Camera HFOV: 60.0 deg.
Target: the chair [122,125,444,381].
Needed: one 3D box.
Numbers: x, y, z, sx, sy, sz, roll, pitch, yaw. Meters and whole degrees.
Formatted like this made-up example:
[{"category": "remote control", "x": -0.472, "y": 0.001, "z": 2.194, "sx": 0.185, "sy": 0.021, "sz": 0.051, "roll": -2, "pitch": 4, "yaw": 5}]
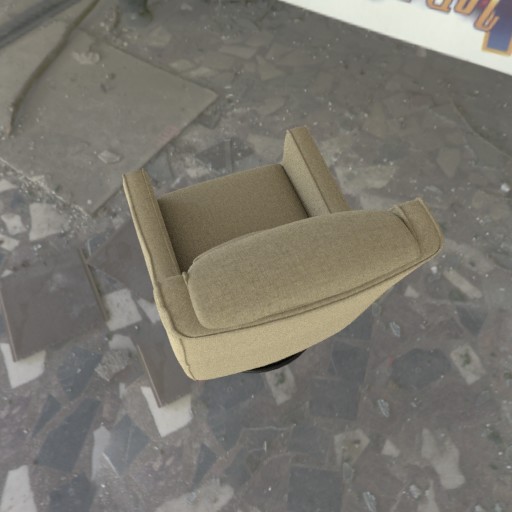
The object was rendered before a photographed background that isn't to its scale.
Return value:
[{"category": "chair", "x": 0.000, "y": 0.000, "z": 1.559, "sx": 0.732, "sy": 0.993, "sz": 0.879, "roll": -18, "pitch": 60, "yaw": -11}]
